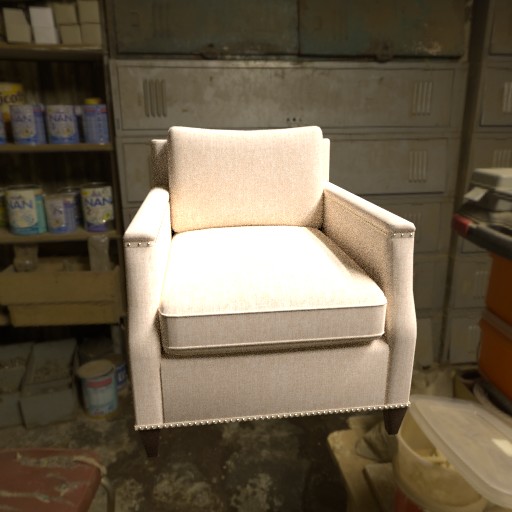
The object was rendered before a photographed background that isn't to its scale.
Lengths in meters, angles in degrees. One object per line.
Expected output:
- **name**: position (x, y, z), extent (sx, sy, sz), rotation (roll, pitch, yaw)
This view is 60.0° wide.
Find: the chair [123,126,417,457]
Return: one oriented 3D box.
- **chair**: position (0.000, 0.000, 1.693), extent (0.838, 0.940, 1.041), rotation (-2, 18, -7)
